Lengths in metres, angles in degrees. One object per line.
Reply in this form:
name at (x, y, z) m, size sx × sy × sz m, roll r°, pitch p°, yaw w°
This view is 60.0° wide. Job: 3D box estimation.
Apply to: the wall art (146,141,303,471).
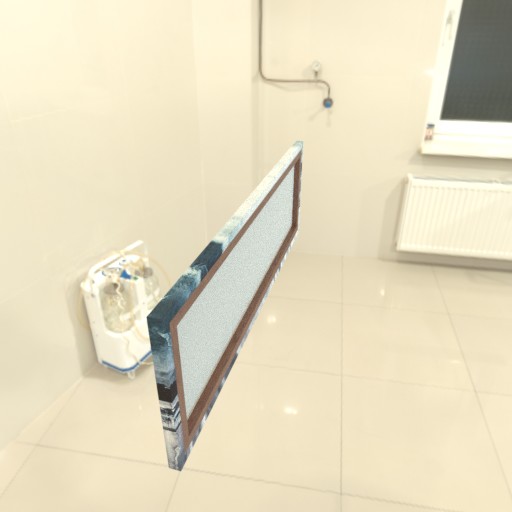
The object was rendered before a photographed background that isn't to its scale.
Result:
wall art at (0.000, 0.000, 1.709) m, size 0.037 × 0.509 × 1.524 m, roll 8°, pitch 30°, yaw 15°
